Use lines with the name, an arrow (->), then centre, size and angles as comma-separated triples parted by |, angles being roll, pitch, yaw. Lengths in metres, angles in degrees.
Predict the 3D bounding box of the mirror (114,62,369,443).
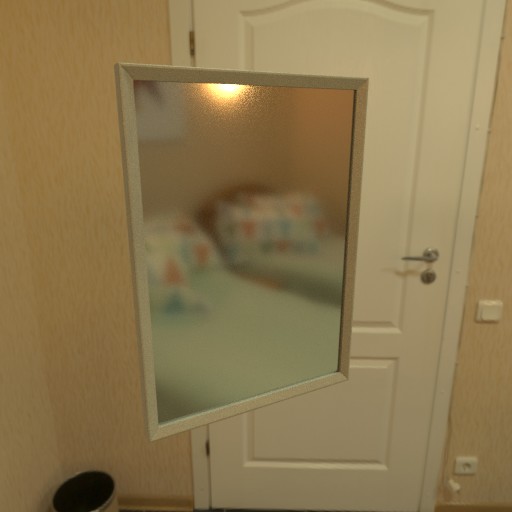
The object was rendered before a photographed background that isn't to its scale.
mirror -> 0.000, 0.000, 0.922 | 0.507, 0.710, 0.039 | -8, 18, -26
